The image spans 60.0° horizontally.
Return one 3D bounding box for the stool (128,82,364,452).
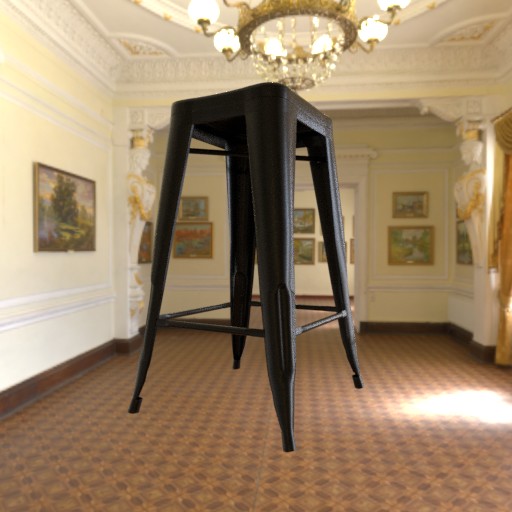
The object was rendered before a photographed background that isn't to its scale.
[{"bbox_3d":[0.000,0.000,0.940,0.423,0.609,0.455,0,1,18],"label":"stool"}]
